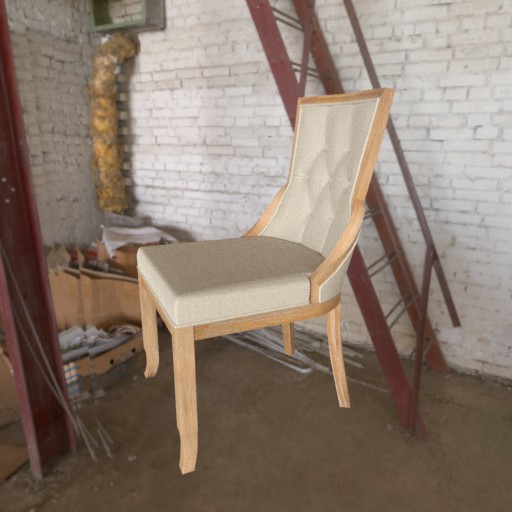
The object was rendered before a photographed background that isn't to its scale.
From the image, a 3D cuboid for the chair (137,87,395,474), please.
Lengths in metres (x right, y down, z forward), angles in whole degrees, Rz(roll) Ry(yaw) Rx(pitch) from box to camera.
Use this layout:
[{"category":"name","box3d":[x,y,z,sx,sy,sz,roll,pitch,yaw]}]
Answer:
[{"category":"chair","box3d":[0.000,0.000,1.349,0.641,0.947,0.524,-7,18,-23]}]
